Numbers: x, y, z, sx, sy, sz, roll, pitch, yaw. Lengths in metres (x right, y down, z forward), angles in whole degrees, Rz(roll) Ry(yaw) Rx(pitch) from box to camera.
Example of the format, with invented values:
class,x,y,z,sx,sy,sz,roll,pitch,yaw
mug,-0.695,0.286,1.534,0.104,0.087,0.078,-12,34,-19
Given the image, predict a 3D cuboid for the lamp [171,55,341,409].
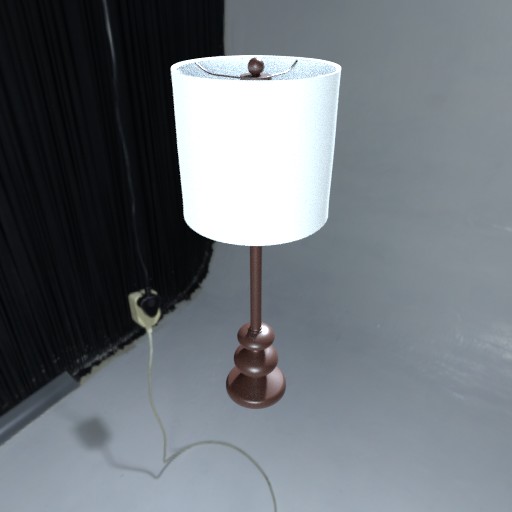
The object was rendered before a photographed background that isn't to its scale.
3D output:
class,x,y,z,sx,sy,sz,roll,pitch,yaw
lamp,0.000,0.000,0.838,0.254,0.690,0.254,20,36,30
